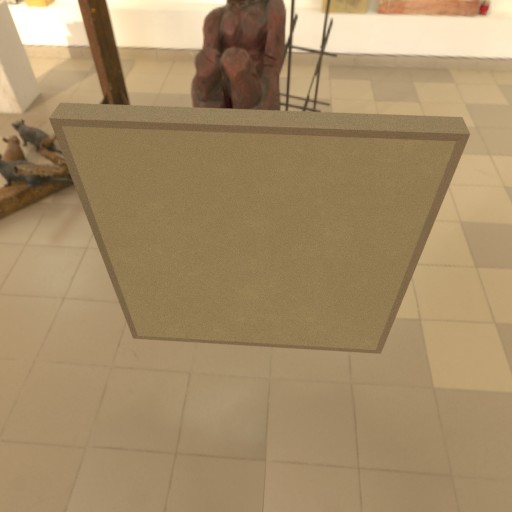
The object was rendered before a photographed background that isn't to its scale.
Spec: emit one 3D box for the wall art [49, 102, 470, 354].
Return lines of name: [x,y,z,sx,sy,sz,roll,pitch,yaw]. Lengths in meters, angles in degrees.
wall art: [0.000,0.000,0.733,0.508,0.506,0.038,3,48,3]
